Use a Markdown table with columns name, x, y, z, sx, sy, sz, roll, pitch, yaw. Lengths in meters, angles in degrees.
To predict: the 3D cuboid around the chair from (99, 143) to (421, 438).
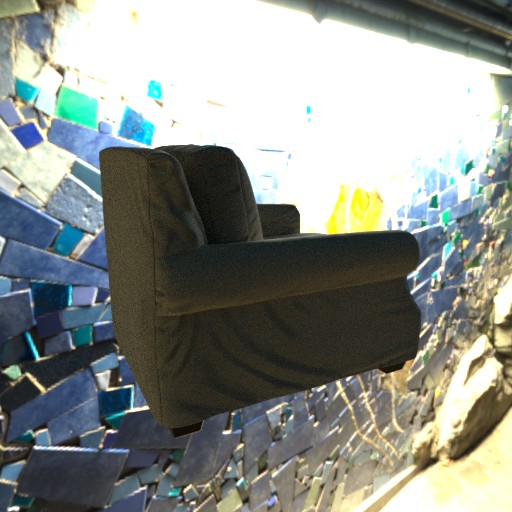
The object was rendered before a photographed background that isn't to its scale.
| name | x | y | z | sx | sy | sz | roll | pitch | yaw |
| --- | --- | --- | --- | --- | --- | --- | --- | --- | --- |
| chair | 0.000 | 0.000 | 1.759 | 1.066 | 0.866 | 0.940 | -7 | 16 | -26 |
